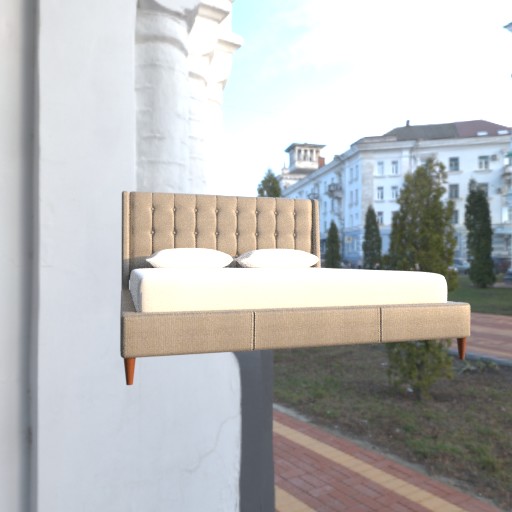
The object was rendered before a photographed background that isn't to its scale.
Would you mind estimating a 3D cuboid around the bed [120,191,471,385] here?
[{"bbox_3d":[0.000,0.000,3.539,2.062,1.289,2.342,0,-1,-17],"label":"bed"}]
